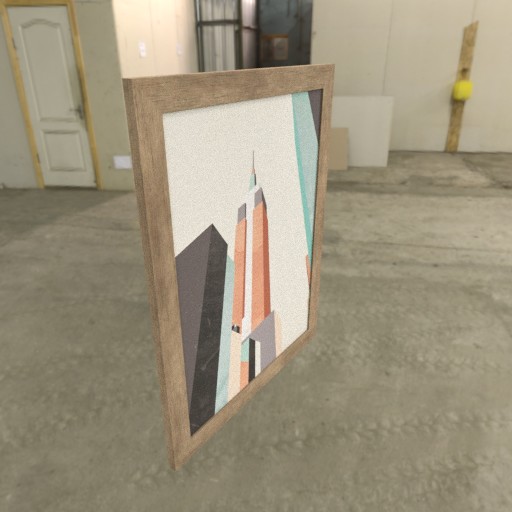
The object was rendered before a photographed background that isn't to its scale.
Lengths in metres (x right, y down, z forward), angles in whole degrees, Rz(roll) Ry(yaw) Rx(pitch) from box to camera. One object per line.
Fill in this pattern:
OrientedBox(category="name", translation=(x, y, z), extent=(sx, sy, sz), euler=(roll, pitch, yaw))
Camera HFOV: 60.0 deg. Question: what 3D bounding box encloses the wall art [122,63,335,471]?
OrientedBox(category="wall art", translation=(0.000, 0.000, 0.882), extent=(0.018, 0.686, 0.534), euler=(18, 31, 32))
